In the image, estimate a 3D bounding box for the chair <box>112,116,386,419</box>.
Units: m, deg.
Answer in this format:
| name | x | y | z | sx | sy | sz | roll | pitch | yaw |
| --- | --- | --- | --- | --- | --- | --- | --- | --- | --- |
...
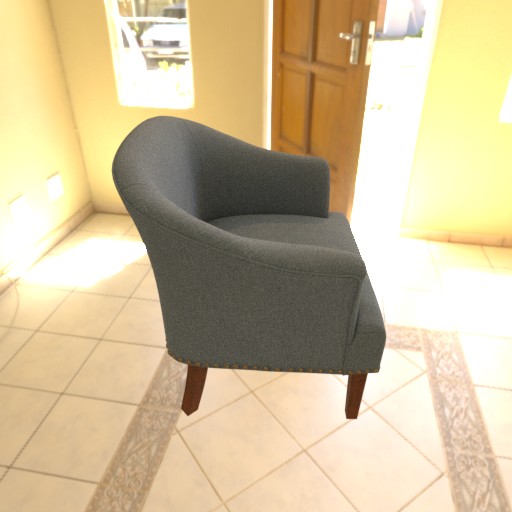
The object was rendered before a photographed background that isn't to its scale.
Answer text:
| name | x | y | z | sx | sy | sz | roll | pitch | yaw |
| --- | --- | --- | --- | --- | --- | --- | --- | --- | --- |
| chair | 0.000 | 0.000 | 1.443 | 0.704 | 0.815 | 0.798 | 0 | 31 | 1 |
